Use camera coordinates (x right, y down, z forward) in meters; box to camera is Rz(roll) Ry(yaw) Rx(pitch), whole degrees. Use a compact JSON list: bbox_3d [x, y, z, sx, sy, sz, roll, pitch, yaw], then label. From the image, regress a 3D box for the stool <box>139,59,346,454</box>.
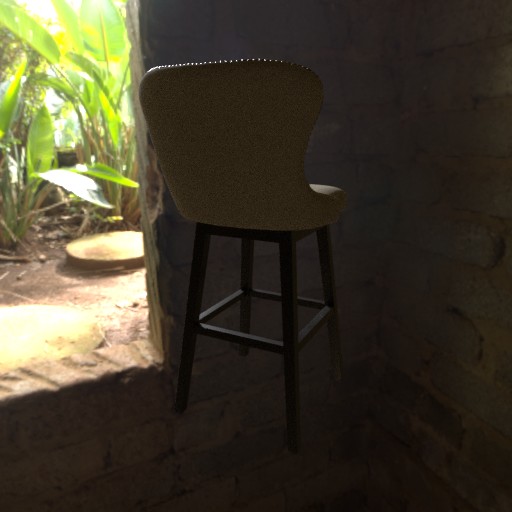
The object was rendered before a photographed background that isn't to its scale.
[{"bbox_3d":[0.000,0.000,1.403,0.528,1.066,0.605,8,17,26],"label":"stool"}]
